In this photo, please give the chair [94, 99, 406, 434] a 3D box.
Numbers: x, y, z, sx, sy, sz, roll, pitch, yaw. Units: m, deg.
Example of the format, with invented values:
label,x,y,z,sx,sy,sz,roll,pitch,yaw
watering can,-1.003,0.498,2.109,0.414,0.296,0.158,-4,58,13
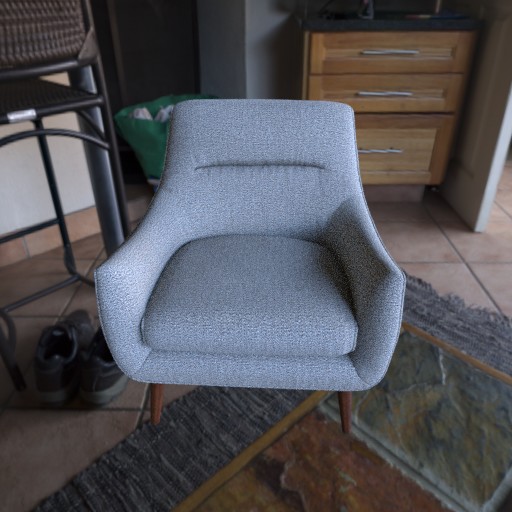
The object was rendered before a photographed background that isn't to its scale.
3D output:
label,x,y,z,sx,sy,sz,roll,pitch,yaw
chair,0.000,0.000,1.428,0.762,0.838,0.787,2,31,3
